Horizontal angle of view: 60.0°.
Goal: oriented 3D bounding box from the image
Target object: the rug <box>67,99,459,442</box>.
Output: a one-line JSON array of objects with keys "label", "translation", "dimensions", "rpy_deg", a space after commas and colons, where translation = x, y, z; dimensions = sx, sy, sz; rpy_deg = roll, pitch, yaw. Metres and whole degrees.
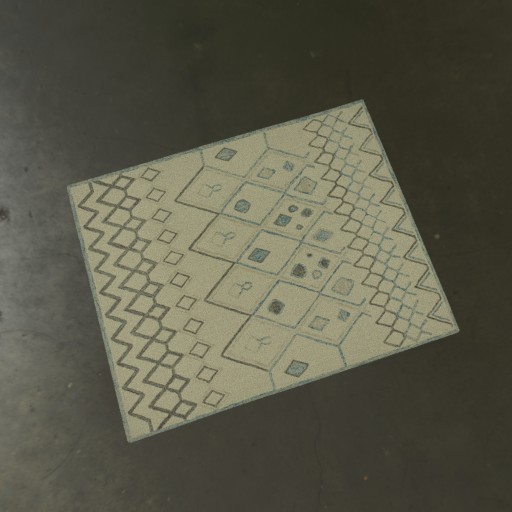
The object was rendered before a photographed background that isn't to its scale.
[{"label": "rug", "translation": [0.000, 0.000, 4.122], "dimensions": [3.056, 0.013, 2.441], "rpy_deg": [-17, 78, -4]}]
